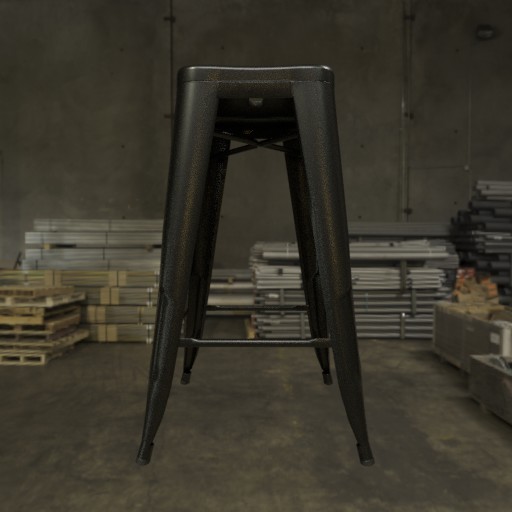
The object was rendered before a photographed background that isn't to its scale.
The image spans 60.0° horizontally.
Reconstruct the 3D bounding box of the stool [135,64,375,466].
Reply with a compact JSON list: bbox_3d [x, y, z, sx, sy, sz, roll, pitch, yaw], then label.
[{"bbox_3d":[0.000,0.000,0.839,0.359,0.609,0.399,0,2,0],"label":"stool"}]
